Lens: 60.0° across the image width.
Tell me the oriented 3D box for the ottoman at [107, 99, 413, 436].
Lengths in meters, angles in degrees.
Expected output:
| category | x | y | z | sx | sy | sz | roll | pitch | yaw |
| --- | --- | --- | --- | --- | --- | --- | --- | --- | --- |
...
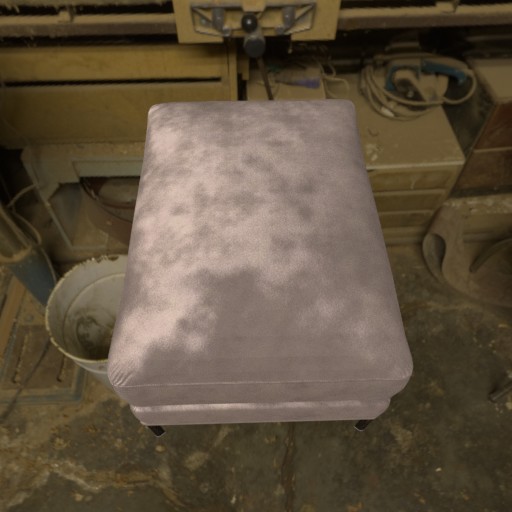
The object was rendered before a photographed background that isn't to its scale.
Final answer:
| category | x | y | z | sx | sy | sz | roll | pitch | yaw |
| --- | --- | --- | --- | --- | --- | --- | --- | --- | --- |
| ottoman | 0.000 | 0.000 | 1.051 | 0.520 | 0.456 | 0.719 | -1 | 57 | -1 |
